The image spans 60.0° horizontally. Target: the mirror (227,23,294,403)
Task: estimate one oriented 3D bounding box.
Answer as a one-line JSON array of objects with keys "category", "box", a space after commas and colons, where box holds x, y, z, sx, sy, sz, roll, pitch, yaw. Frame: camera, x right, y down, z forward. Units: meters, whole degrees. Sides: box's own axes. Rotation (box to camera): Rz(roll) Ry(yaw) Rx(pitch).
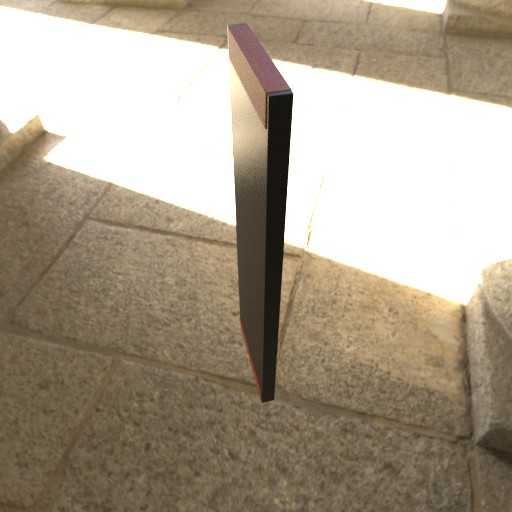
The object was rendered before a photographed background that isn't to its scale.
[{"category": "mirror", "box": [0.000, 0.000, 1.260, 0.047, 1.123, 0.343, -10, 47, -10]}]
